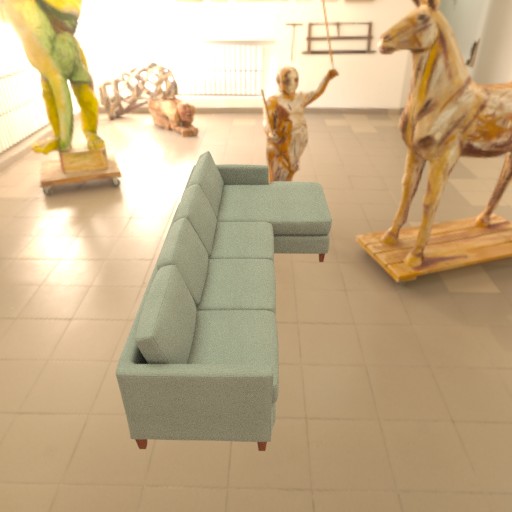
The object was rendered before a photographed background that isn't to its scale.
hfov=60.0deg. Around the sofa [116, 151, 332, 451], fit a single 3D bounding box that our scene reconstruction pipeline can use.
[{"bbox_3d":[0.000,0.000,4.116,1.604,0.950,3.471,0,32,1],"label":"sofa"}]
